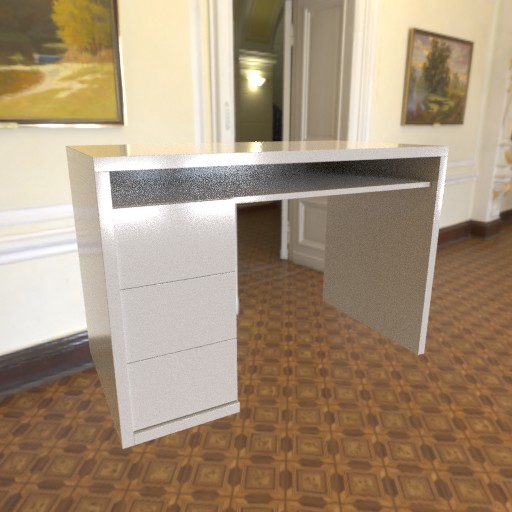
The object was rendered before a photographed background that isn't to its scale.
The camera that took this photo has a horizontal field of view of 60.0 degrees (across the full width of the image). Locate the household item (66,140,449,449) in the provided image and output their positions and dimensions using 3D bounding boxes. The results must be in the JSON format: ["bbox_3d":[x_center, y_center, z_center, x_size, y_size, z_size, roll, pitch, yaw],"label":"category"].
[{"bbox_3d":[0.000,0.000,1.552,1.100,0.749,0.597,-8,18,-26],"label":"household item"}]
